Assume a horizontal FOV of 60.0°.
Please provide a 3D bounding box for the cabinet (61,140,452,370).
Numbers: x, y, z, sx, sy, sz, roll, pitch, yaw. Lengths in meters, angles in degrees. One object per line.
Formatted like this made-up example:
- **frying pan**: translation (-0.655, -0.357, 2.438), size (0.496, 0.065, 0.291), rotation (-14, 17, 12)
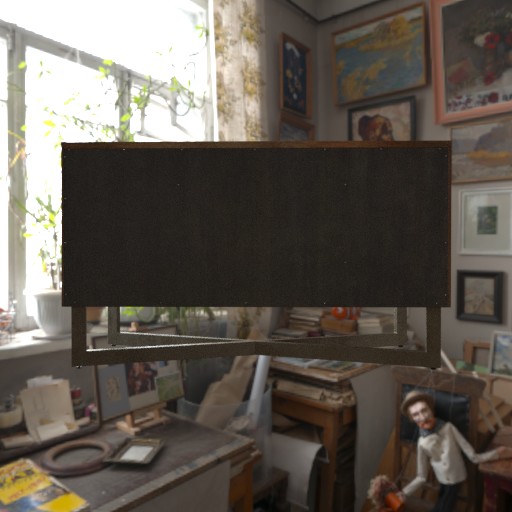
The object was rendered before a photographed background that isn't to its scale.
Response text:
- **cabinet**: translation (0.000, 0.000, 1.800), size (1.373, 0.812, 0.480), rotation (0, 1, 1)
